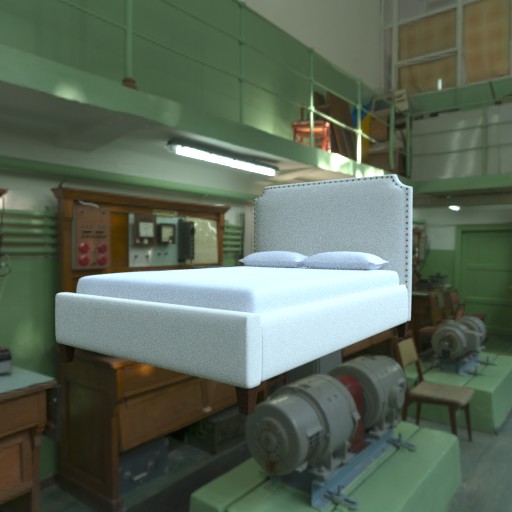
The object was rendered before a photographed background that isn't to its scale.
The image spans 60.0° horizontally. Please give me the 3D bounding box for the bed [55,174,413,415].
[{"bbox_3d":[0.000,0.000,3.474,1.712,1.443,2.372,1,1,37],"label":"bed"}]
